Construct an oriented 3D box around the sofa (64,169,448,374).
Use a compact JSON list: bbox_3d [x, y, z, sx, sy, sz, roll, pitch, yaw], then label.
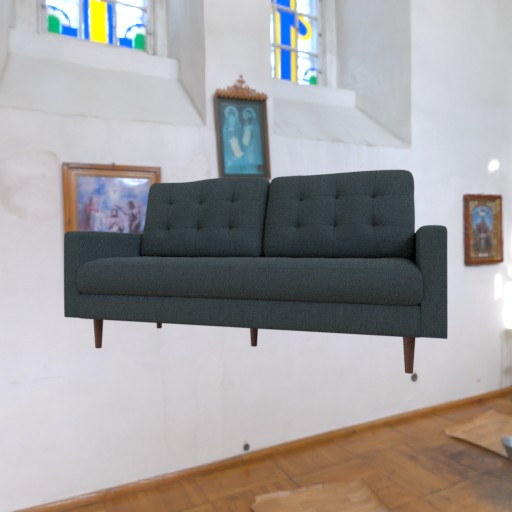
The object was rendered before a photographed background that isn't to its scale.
[{"bbox_3d":[0.000,0.000,2.619,2.010,1.050,0.966,0,1,18],"label":"sofa"}]
